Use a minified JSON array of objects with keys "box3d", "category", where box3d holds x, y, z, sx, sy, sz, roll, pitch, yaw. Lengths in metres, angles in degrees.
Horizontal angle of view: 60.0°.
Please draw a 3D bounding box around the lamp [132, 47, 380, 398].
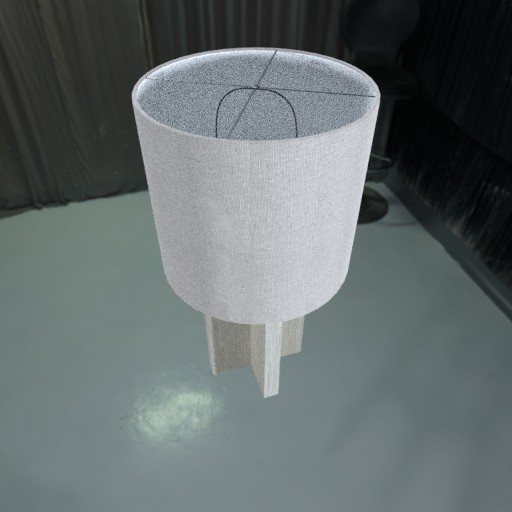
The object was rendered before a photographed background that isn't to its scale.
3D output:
[{"box3d":[0.000,0.000,0.557,0.229,0.428,0.229,-12,43,-13],"category":"lamp"}]
